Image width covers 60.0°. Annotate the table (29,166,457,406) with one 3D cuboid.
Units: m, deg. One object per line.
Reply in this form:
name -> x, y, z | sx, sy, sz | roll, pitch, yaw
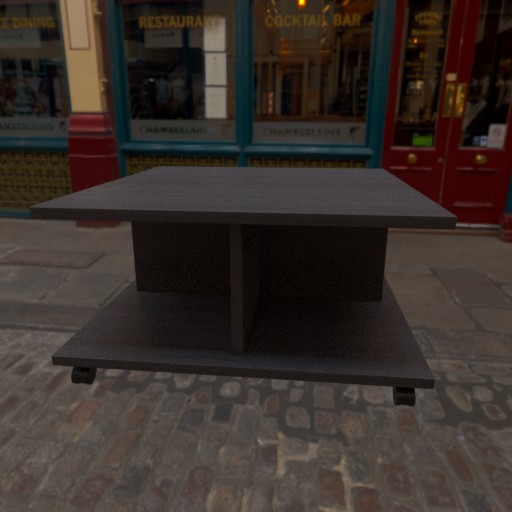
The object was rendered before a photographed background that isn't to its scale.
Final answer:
table -> 0.000, 0.000, 1.199 | 0.762, 0.396, 0.762 | 2, 17, 6
